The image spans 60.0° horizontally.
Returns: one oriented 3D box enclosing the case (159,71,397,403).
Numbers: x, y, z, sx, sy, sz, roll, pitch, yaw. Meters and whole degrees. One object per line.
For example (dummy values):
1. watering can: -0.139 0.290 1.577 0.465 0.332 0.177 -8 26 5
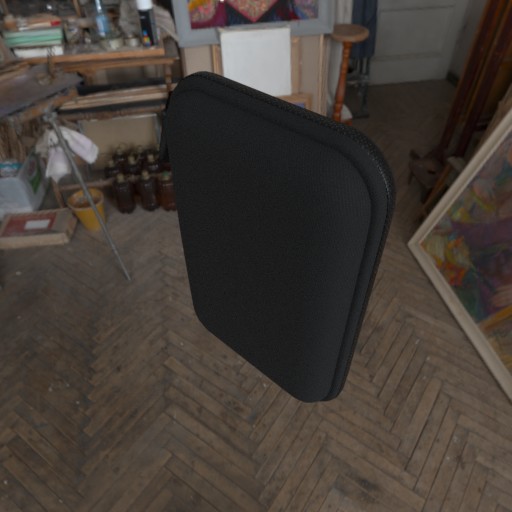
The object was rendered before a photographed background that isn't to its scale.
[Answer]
1. case: 0.000 0.000 0.193 0.107 0.147 0.030 32 53 28
